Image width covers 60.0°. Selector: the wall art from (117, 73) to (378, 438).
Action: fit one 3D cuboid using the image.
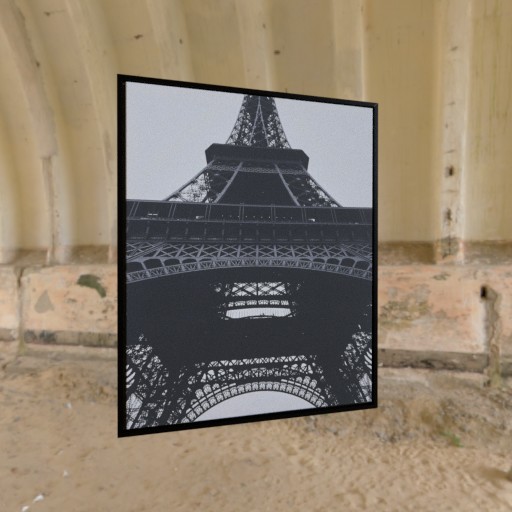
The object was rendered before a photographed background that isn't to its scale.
[{"bbox_3d":[0.000,0.000,0.755,0.451,0.553,0.039,0,0,-17],"label":"wall art"}]
